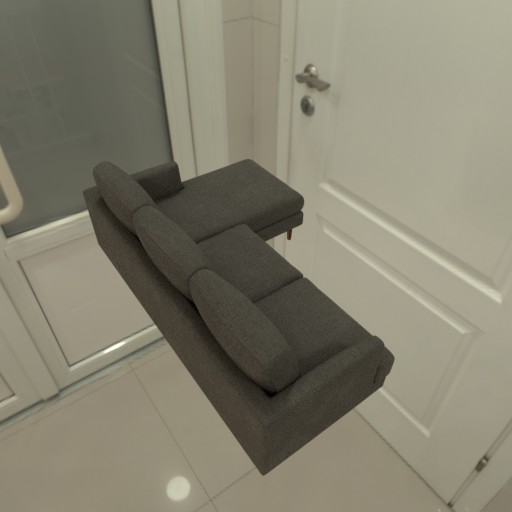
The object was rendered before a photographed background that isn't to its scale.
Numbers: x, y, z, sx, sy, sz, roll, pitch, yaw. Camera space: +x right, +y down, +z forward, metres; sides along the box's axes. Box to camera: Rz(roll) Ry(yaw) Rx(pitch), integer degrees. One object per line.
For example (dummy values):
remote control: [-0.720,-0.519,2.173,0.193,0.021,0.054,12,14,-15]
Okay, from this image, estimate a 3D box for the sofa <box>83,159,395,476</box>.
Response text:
sofa: [0.000,0.000,3.000,1.504,0.956,2.233,-26,48,-26]
